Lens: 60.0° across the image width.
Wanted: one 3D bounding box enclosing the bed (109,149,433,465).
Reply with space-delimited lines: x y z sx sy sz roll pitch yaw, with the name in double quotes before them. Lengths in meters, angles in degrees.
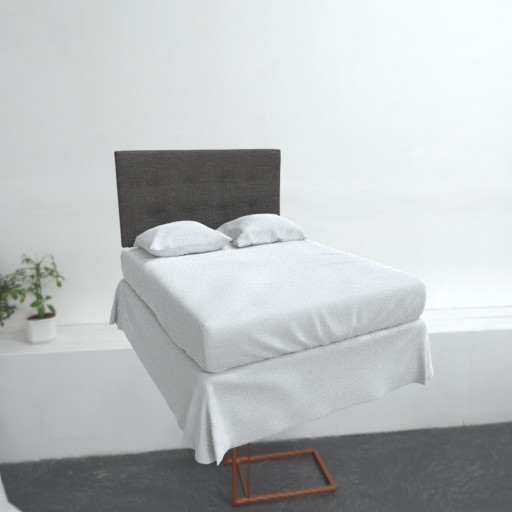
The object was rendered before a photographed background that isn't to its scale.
"bed" 0.000 0.000 3.454 1.936 1.577 2.222 -8 17 -28
